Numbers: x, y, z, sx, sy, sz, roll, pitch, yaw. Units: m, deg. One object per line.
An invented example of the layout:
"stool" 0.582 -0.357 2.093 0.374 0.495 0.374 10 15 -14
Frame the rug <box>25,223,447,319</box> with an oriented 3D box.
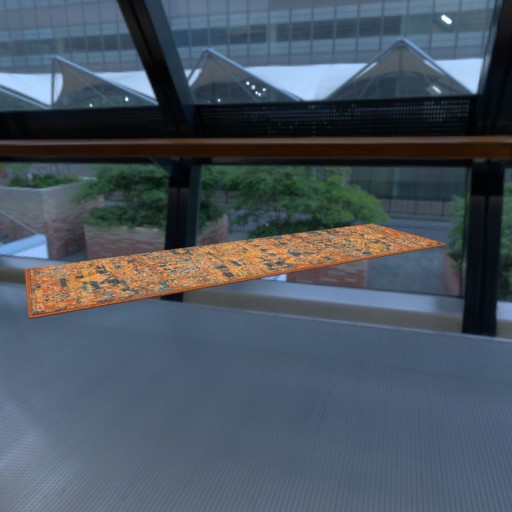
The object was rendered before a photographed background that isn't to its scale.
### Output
"rug" 0.000 0.000 2.449 2.274 0.016 0.651 -9 19 -27
